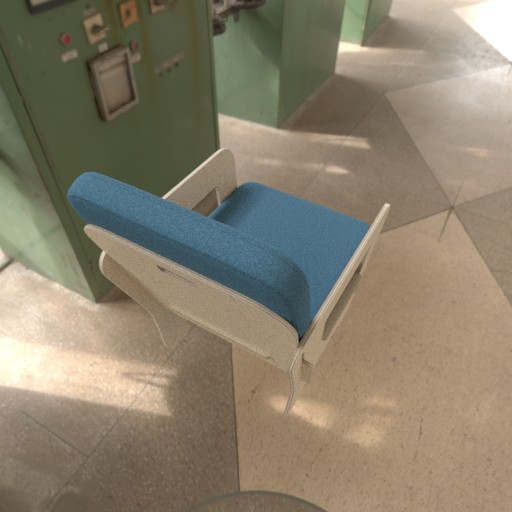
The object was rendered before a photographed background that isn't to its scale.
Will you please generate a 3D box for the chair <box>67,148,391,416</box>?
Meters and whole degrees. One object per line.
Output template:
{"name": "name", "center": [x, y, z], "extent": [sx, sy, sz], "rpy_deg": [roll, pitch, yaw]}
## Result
{"name": "chair", "center": [0.000, 0.000, 1.182], "extent": [0.547, 0.747, 0.657], "rpy_deg": [23, 51, 21]}
